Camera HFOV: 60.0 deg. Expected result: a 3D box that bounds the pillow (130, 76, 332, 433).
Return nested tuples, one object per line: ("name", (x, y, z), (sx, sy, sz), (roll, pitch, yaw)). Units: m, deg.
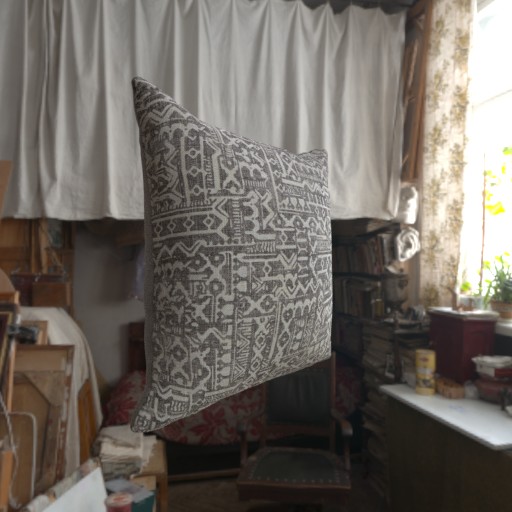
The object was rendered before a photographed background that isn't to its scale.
("pillow", (0.000, 0.000, 0.807), (0.180, 0.487, 0.546), (0, 0, 37))
